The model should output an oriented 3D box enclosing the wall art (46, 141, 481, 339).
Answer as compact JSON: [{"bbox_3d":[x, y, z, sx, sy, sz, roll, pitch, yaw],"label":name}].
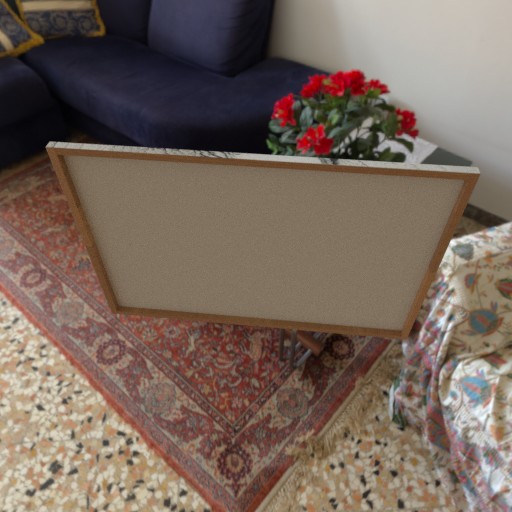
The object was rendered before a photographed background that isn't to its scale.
[{"bbox_3d":[0.000,0.000,1.154,0.914,0.607,0.023,4,47,4],"label":"wall art"}]
